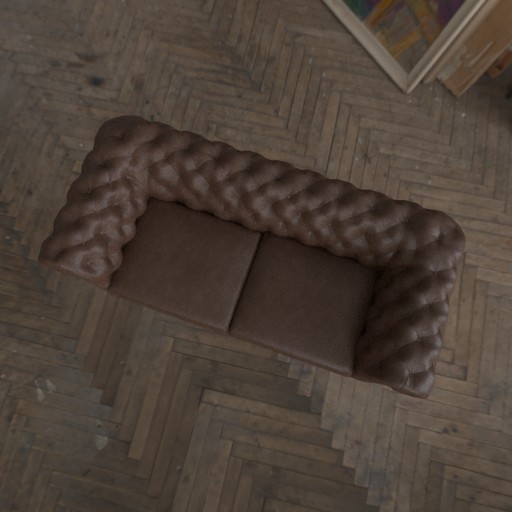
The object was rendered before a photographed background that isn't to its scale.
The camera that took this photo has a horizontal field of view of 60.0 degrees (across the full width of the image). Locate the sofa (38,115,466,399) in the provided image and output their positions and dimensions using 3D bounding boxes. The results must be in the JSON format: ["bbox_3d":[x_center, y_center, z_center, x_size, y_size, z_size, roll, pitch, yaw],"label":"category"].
[{"bbox_3d":[0.000,0.000,2.533,2.048,0.784,0.955,19,76,5],"label":"sofa"}]
